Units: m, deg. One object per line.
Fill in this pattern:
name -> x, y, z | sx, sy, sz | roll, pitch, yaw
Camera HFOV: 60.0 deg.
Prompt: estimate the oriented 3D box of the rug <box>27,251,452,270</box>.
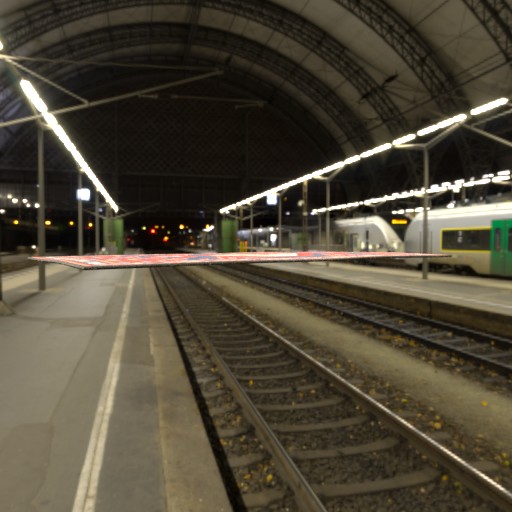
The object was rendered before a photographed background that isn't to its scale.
rug -> 0.000, 0.000, 3.514 | 3.032, 0.034, 1.522 | -1, 2, -36
